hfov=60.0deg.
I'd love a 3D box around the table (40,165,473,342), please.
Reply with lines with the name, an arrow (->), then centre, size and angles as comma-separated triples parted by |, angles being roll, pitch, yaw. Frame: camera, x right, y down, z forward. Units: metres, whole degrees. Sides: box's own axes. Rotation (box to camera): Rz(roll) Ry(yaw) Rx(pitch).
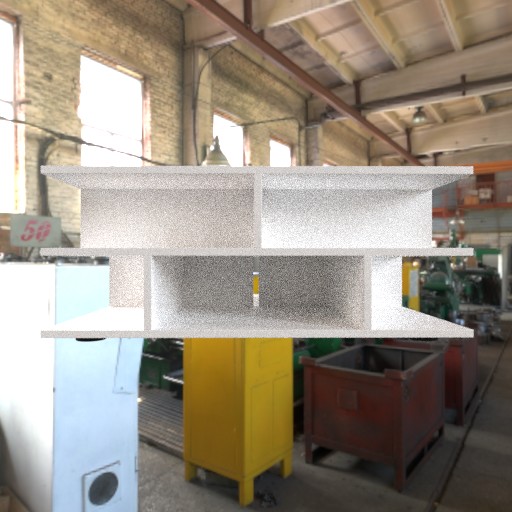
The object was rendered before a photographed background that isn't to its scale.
table -> 0.000, 0.000, 1.066 | 0.700, 0.289, 0.700 | 0, 0, -1
